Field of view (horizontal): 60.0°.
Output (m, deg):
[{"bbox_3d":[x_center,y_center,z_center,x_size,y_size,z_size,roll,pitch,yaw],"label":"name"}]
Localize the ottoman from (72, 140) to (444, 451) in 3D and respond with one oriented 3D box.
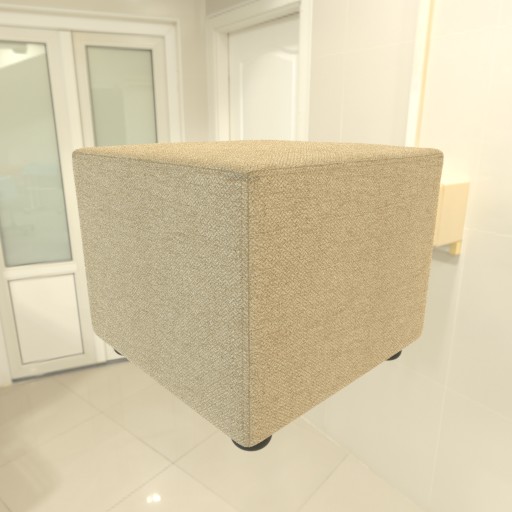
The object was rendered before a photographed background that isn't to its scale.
[{"bbox_3d":[0.000,0.000,0.873,0.508,0.432,0.508,-15,22,-41],"label":"ottoman"}]
